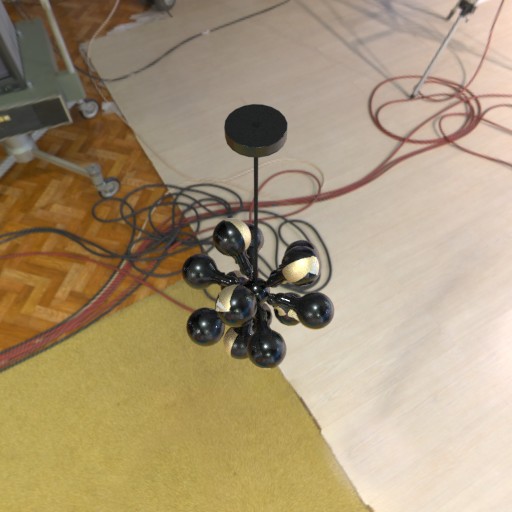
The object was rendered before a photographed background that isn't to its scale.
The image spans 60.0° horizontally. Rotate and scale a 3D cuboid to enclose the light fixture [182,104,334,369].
[{"bbox_3d":[0.000,0.000,1.135,0.468,0.859,0.420,18,60,11],"label":"light fixture"}]
